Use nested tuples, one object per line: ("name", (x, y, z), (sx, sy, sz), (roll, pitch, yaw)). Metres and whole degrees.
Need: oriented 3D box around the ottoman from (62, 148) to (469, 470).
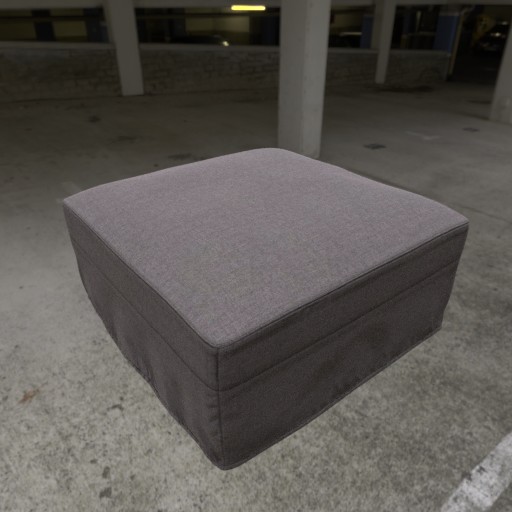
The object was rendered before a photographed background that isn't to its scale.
("ottoman", (0.000, 0.000, 1.314), (0.840, 0.436, 0.843), (-21, 36, -32))
